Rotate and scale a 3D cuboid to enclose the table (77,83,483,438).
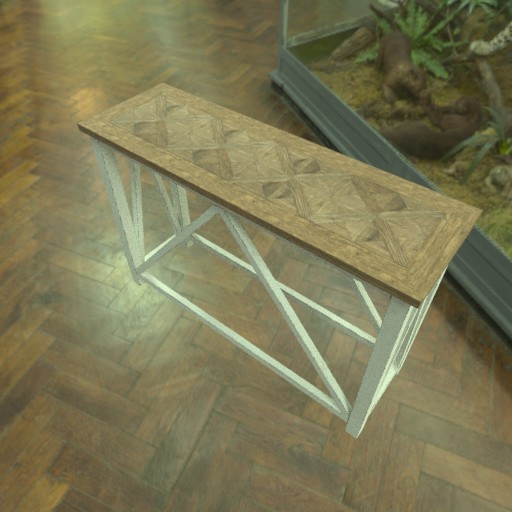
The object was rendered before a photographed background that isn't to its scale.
[{"bbox_3d":[0.000,0.000,1.857,1.400,0.930,0.450,30,53,26],"label":"table"}]
